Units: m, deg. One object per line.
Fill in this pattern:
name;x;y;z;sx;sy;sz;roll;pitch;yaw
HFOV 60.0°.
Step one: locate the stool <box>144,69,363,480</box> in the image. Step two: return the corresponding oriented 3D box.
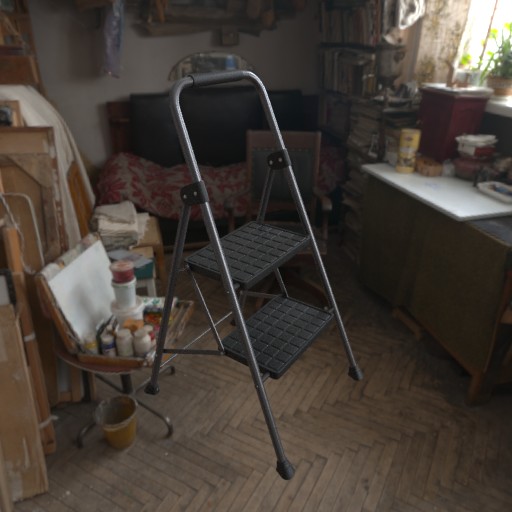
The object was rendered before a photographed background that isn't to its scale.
stool;0.000;0.000;1.147;0.514;0.872;0.450;18;33;31
